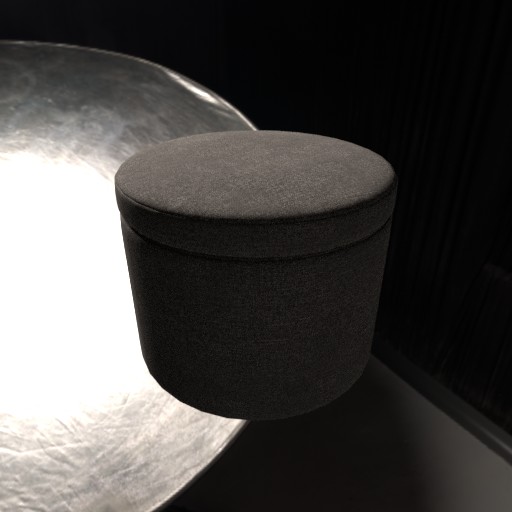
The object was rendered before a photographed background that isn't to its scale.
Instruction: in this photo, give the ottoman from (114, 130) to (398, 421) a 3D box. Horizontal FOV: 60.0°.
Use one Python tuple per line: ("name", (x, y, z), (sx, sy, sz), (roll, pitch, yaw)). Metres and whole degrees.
("ottoman", (0.000, 0.000, 0.895), (0.500, 0.419, 0.500), (0, 29, 0))
